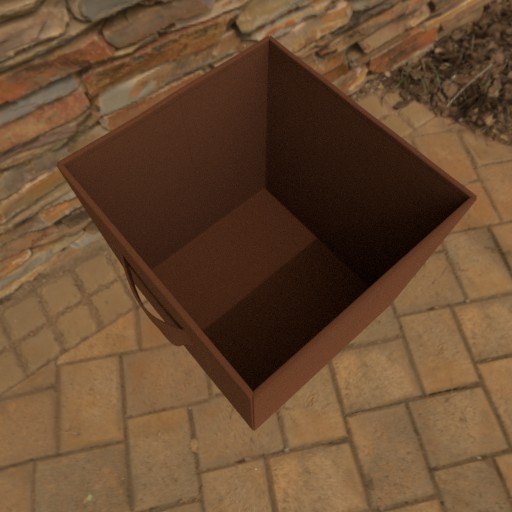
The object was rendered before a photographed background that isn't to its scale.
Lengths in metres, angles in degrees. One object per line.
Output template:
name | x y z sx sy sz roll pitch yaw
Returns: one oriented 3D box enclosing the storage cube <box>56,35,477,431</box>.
storage cube | 0.000 0.000 0.503 0.270 0.280 0.270 -38 70 -16
